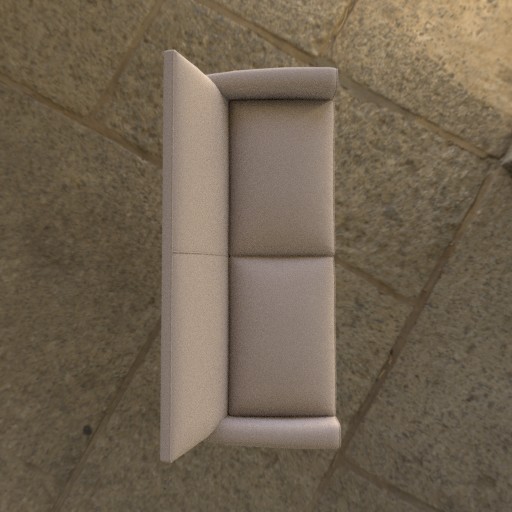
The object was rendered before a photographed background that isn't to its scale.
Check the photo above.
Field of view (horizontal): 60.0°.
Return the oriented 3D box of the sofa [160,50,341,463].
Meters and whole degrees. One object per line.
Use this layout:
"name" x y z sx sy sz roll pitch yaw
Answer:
"sofa" 0.000 0.000 2.453 0.875 0.846 2.000 0 88 0
